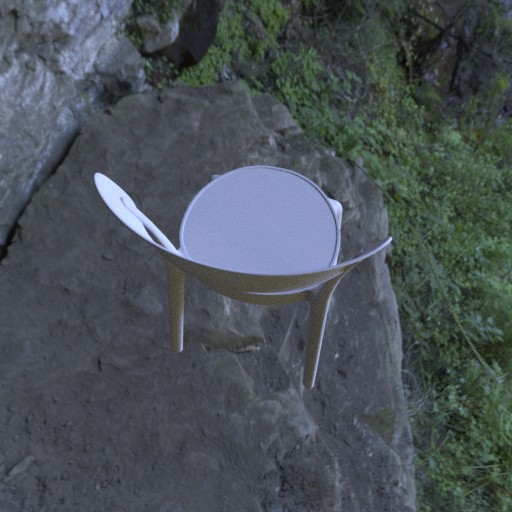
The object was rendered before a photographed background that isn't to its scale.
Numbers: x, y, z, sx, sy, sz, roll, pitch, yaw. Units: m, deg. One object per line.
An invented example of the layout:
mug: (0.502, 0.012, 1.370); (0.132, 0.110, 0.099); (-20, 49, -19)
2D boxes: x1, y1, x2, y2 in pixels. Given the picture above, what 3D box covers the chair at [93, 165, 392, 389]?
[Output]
chair: (0.000, 0.000, 1.115); (0.506, 0.790, 0.491); (13, 62, 7)
